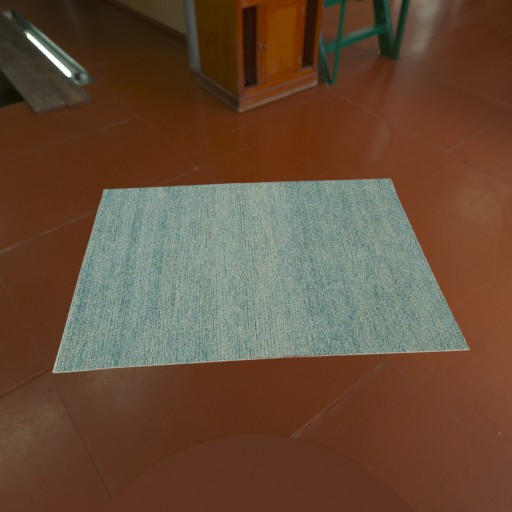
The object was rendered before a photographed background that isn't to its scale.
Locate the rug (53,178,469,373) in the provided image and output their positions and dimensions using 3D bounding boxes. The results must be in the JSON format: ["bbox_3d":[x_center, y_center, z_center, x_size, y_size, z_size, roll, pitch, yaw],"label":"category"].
[{"bbox_3d":[0.000,0.000,2.980,2.305,0.029,1.593,-3,47,-2],"label":"rug"}]
